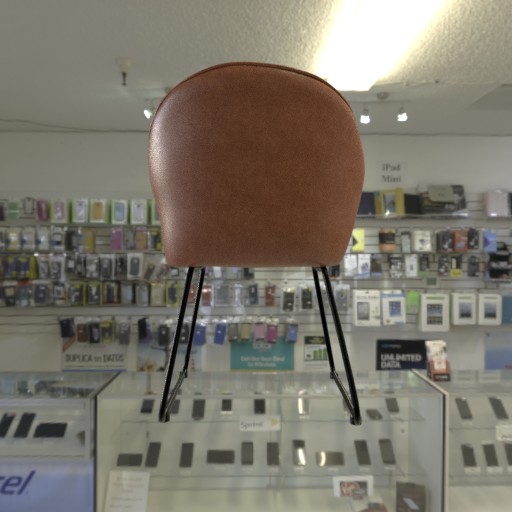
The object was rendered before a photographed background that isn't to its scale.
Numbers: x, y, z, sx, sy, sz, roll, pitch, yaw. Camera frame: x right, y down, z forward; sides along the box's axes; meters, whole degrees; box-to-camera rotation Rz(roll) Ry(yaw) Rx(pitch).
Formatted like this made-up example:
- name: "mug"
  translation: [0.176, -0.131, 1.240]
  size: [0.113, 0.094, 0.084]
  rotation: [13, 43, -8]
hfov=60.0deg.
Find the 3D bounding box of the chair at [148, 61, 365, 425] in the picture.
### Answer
- name: "chair"
  translation: [0.000, 0.000, 1.179]
  size: [0.582, 0.785, 0.580]
  rotation: [0, 0, 1]
